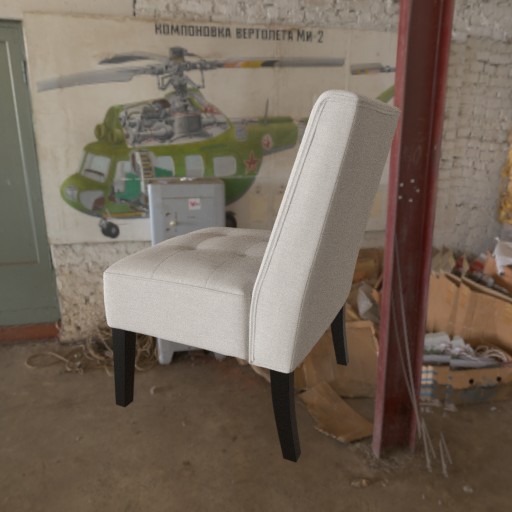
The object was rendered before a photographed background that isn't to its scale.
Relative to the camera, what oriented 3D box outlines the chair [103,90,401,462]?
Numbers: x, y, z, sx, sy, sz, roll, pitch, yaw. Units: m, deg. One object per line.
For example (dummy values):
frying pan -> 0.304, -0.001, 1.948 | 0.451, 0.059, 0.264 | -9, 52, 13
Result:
chair -> 0.000, 0.000, 1.285 | 0.676, 0.853, 0.569 | 7, 17, 24
